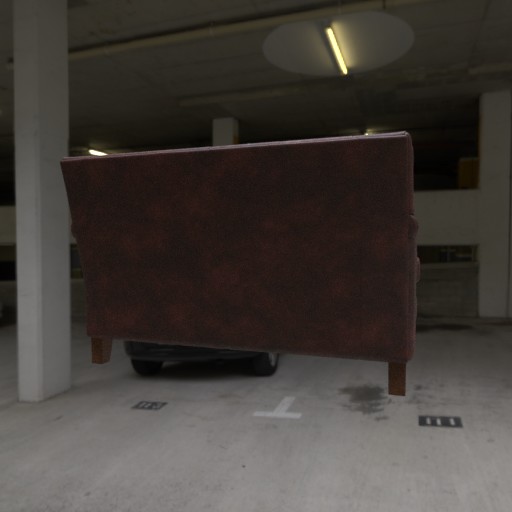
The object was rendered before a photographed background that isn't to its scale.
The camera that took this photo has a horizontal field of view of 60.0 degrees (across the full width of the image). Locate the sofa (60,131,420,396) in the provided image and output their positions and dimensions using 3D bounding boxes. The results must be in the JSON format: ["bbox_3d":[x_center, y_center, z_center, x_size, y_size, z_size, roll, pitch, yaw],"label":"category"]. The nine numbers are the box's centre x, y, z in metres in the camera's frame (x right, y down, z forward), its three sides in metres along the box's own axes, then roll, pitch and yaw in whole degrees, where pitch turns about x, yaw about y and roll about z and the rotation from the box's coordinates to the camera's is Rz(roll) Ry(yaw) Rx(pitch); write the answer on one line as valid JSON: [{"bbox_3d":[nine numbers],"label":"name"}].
[{"bbox_3d":[0.000,0.000,2.309,1.628,1.070,1.148,1,2,19],"label":"sofa"}]
